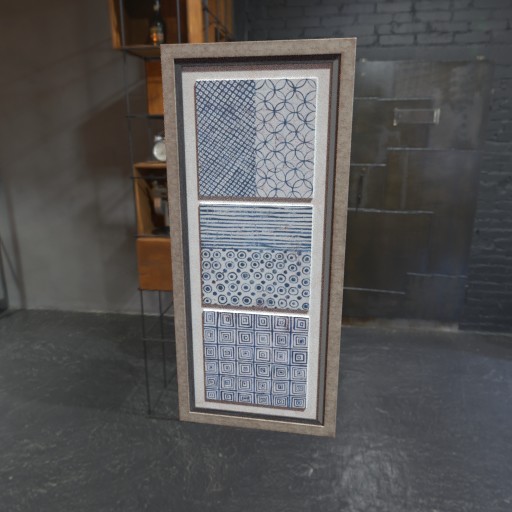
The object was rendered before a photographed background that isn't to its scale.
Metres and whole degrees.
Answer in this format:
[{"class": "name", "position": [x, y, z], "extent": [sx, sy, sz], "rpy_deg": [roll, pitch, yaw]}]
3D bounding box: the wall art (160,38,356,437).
[{"class": "wall art", "position": [0.000, 0.000, 1.657], "extent": [0.648, 1.461, 0.051], "rpy_deg": [3, 15, 9]}]
